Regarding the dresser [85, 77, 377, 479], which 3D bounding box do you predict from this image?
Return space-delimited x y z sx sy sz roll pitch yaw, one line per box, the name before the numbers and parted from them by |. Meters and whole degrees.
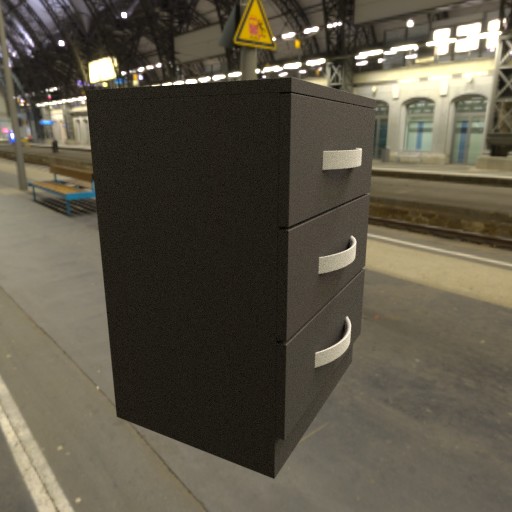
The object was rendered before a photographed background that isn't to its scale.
dresser | 0.000 0.000 0.819 0.360 0.560 0.400 8 17 27
